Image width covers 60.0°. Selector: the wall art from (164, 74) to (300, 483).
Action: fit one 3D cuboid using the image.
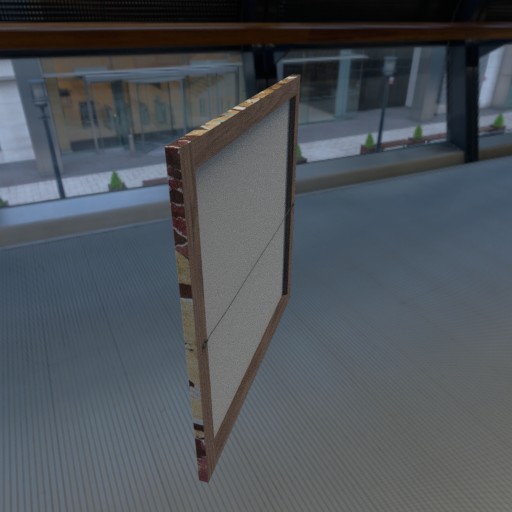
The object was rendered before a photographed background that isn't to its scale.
[{"bbox_3d":[0.000,0.000,1.122,0.028,0.762,0.757,9,31,15],"label":"wall art"}]
